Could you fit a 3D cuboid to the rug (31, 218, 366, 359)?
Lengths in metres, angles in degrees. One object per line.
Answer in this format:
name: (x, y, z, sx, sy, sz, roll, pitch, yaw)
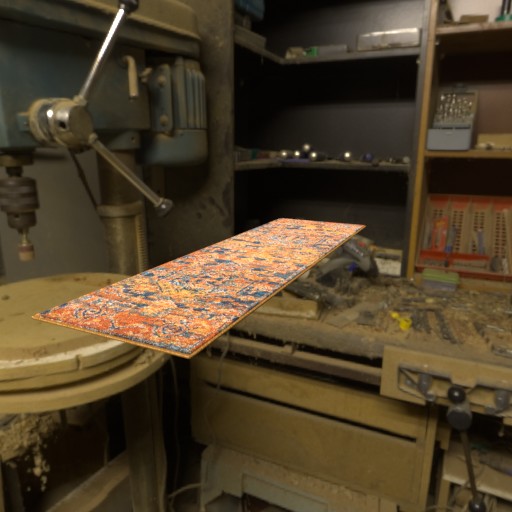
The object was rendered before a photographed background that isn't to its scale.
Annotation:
rug: (0.000, 0.000, 1.950, 0.556, 0.013, 1.820, 7, 16, 25)
